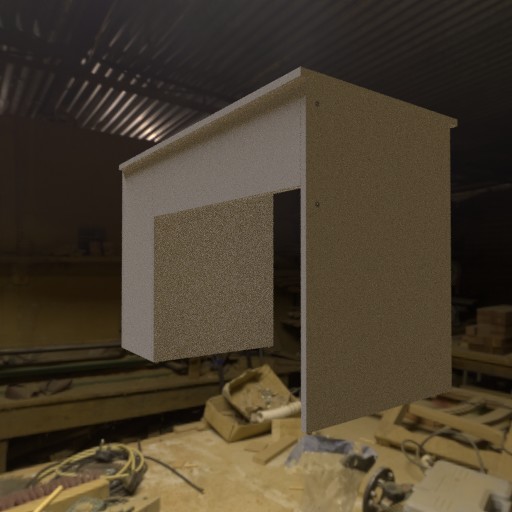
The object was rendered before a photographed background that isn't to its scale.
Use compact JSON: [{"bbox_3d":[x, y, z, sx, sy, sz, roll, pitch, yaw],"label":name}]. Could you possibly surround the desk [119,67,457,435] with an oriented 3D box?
[{"bbox_3d":[0.000,0.000,1.476,0.560,0.730,1.096,1,-1,-35],"label":"desk"}]
